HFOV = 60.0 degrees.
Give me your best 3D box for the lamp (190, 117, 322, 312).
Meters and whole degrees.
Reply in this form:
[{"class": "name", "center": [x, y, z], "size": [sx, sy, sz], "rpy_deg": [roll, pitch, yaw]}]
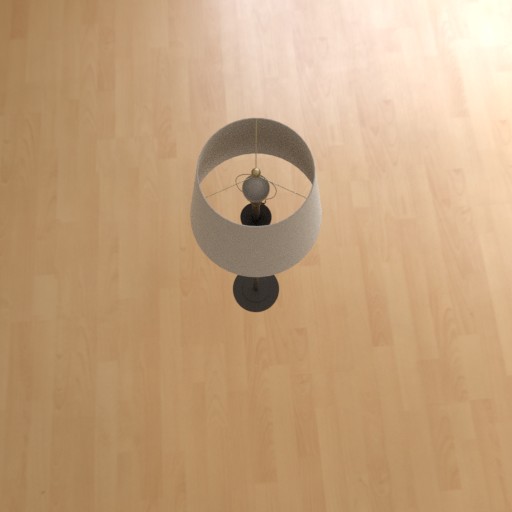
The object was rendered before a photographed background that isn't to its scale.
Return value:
[{"class": "lamp", "center": [0.000, 0.000, 1.634], "size": [0.348, 1.473, 0.348], "rpy_deg": [-29, 78, -7]}]
